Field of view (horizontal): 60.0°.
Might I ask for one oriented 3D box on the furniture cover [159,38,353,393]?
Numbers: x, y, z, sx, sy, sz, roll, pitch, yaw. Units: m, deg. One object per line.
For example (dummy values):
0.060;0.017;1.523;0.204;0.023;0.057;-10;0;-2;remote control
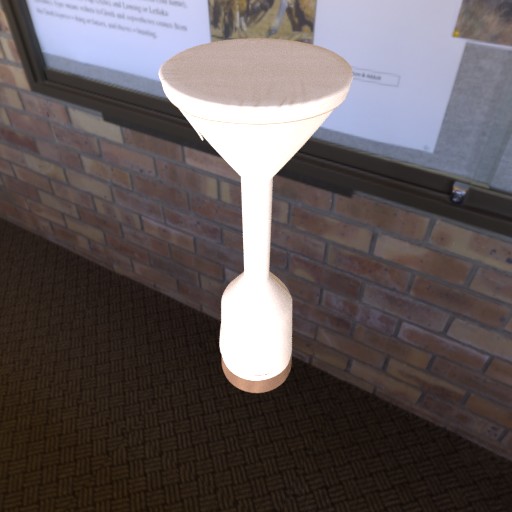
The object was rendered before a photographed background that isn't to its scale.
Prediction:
0.000;0.000;2.904;0.914;2.413;0.914;-1;42;-1;furniture cover
